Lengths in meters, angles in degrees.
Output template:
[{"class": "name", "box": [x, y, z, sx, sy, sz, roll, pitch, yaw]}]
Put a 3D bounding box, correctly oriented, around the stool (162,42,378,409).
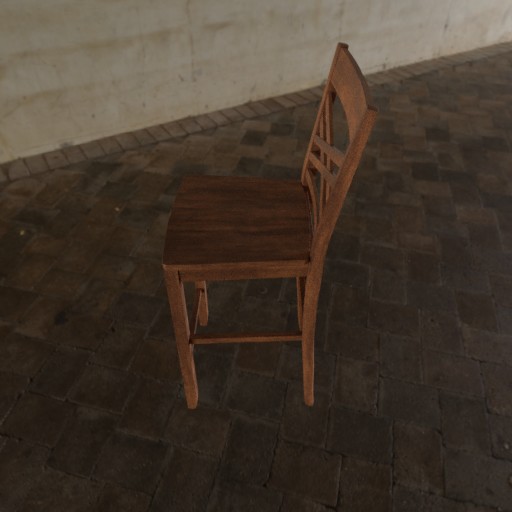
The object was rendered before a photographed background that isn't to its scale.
[{"class": "stool", "box": [0.000, 0.000, 1.352, 0.487, 1.105, 0.433, 1, 41, 1]}]
